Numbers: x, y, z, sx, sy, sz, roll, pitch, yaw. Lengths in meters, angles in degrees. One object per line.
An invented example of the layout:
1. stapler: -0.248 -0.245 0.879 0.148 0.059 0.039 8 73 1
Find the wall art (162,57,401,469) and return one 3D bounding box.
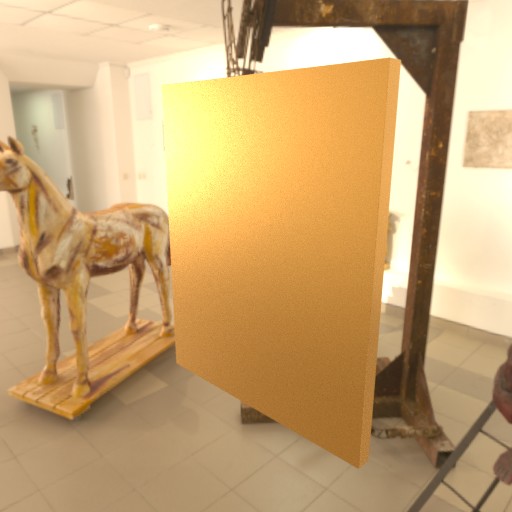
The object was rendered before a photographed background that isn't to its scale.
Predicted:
1. wall art: 0.000 0.000 1.003 0.610 0.762 0.038 15 21 42
